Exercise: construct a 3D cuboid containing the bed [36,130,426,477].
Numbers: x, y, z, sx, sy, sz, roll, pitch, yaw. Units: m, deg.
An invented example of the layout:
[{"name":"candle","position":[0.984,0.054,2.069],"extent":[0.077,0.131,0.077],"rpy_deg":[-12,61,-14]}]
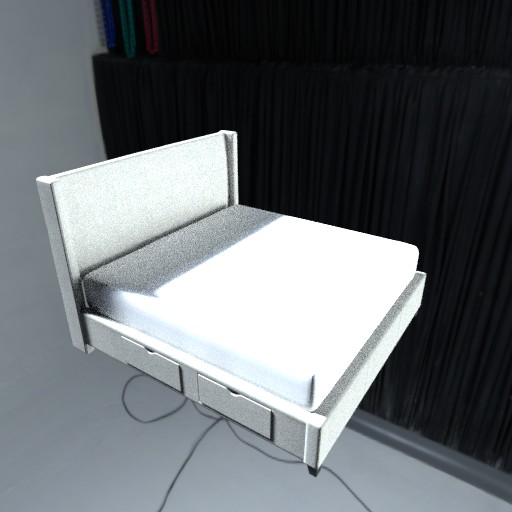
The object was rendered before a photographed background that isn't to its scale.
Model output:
[{"name":"bed","position":[0.000,0.000,3.638],"extent":[2.280,1.470,2.140],"rpy_deg":[17,31,30]}]
